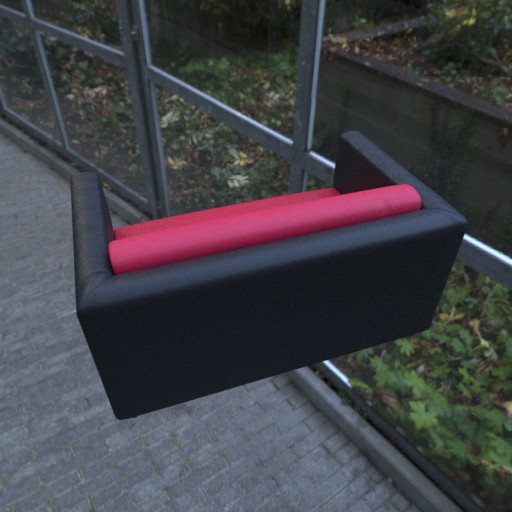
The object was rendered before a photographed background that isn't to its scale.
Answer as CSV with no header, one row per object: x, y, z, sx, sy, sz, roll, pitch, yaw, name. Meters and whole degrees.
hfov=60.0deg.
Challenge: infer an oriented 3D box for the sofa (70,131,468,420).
0.000,0.000,1.965,1.410,0.735,0.845,-12,41,-14,sofa
